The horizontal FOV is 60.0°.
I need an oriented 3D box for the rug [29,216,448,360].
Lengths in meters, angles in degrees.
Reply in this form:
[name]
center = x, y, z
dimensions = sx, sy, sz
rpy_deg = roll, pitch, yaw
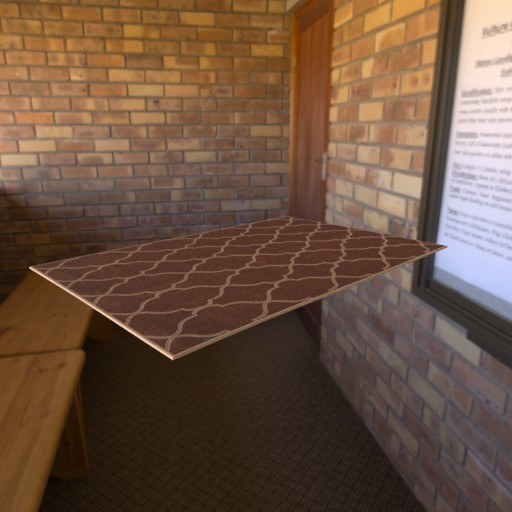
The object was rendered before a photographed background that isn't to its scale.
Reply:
[rug]
center = 0.000, 0.000, 2.874
dimensions = 2.290, 0.014, 1.526
rpy_deg = -15, 22, -42
